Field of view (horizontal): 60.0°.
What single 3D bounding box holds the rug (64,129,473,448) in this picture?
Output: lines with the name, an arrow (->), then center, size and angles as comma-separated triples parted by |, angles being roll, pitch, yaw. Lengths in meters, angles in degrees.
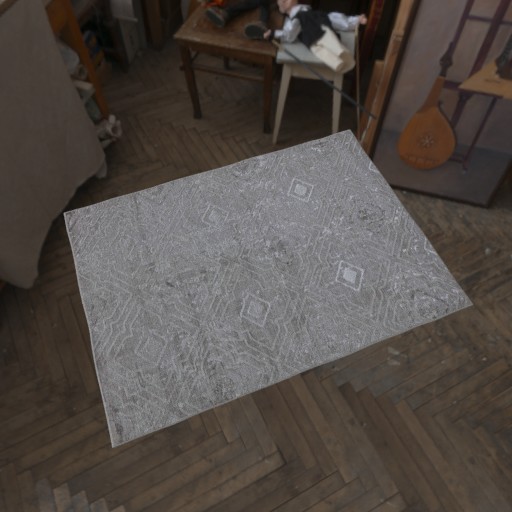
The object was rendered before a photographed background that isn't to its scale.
rug -> 0.000, 0.000, 4.351 | 3.359, 0.020, 2.448 | -19, 61, -11
